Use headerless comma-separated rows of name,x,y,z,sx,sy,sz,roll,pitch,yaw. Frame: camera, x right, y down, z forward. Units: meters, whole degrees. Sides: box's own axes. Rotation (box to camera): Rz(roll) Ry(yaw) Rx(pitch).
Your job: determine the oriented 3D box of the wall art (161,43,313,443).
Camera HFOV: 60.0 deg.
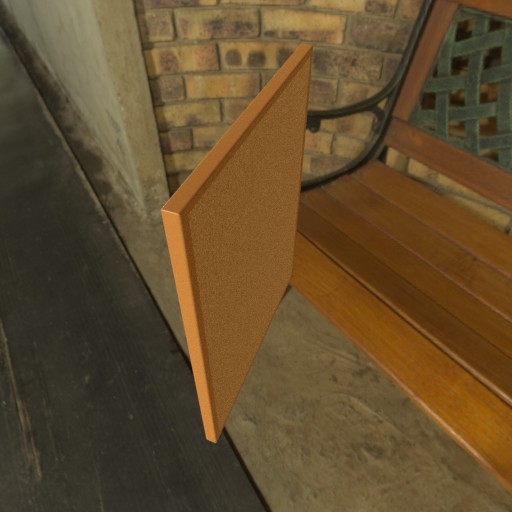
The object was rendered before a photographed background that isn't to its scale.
wall art,0.000,0.000,0.527,0.015,0.379,0.310,16,48,15
